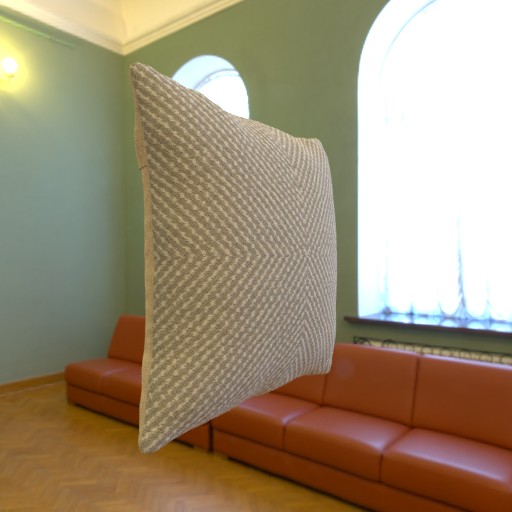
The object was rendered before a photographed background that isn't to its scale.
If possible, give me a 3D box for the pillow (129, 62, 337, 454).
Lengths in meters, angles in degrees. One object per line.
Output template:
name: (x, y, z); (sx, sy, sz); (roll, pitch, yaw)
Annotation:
pillow: (0.000, 0.000, 0.692); (0.181, 0.458, 0.459); (0, 0, 37)
